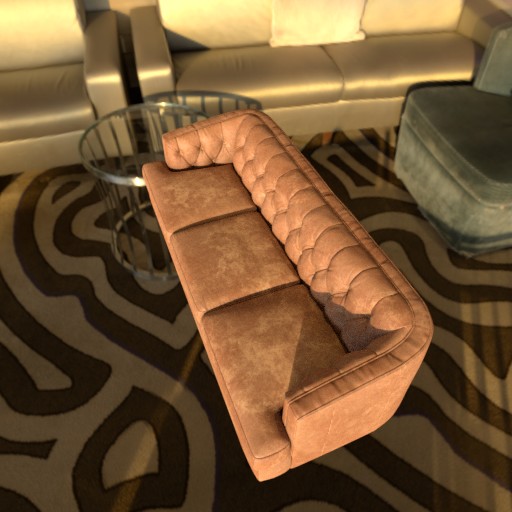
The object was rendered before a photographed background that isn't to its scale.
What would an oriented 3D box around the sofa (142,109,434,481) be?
[{"bbox_3d":[0.000,0.000,2.656,0.922,0.791,2.257,-16,48,-15],"label":"sofa"}]
